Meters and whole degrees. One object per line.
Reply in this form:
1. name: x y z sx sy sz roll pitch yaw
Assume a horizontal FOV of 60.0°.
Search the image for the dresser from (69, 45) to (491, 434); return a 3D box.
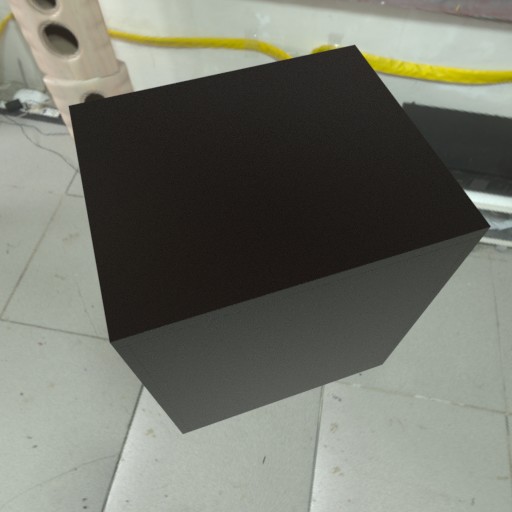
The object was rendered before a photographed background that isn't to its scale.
1. dresser: 0.000 0.000 0.722 0.400 0.470 0.360 -16 60 -10
